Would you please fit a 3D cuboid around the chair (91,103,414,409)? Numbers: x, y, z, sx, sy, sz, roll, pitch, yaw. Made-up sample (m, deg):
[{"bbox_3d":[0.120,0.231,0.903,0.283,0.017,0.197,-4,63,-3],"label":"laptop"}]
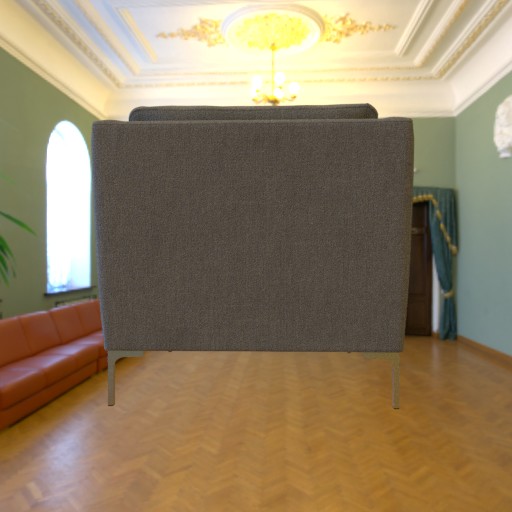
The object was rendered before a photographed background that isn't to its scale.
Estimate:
[{"bbox_3d":[0.000,0.000,1.530,0.847,0.828,0.849,0,-1,2],"label":"chair"}]
